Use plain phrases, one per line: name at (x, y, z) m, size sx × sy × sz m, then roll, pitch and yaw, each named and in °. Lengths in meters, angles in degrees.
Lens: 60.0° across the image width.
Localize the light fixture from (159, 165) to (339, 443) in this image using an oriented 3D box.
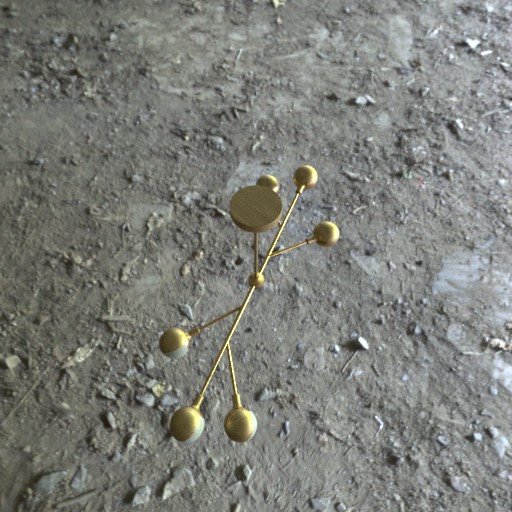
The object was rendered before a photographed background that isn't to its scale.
light fixture at (0.000, 0.000, 0.999) m, size 0.434 × 0.362 × 0.778 m, roll 34°, pitch 64°, yaw 20°
